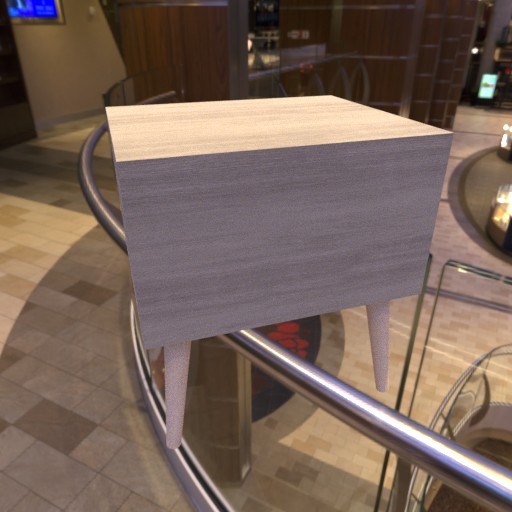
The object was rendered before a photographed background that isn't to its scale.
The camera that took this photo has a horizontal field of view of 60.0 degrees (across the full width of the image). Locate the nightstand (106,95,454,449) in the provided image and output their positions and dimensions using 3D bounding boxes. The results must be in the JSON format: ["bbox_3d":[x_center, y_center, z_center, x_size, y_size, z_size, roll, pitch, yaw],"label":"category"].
[{"bbox_3d":[0.000,0.000,0.825,0.450,0.500,0.380,-9,29,-16],"label":"nightstand"}]
